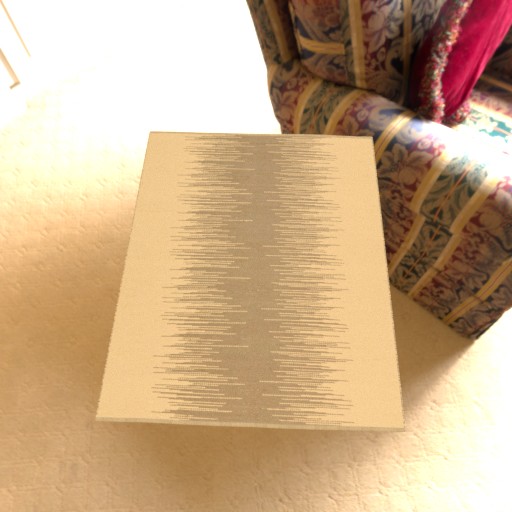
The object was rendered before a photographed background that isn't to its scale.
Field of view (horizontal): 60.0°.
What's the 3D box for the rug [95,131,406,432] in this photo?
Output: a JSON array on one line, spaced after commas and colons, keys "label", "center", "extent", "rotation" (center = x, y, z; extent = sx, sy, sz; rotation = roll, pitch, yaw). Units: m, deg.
[{"label": "rug", "center": [0.000, 0.000, 4.184], "extent": [2.453, 0.010, 3.037], "rotation": [2, 63, 1]}]
